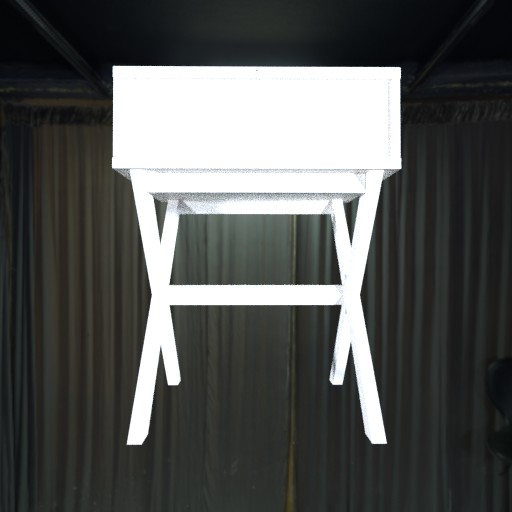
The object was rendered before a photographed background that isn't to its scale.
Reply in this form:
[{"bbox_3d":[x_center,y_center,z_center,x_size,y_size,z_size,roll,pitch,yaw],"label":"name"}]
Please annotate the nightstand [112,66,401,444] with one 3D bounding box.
[{"bbox_3d":[0.000,0.000,0.932,0.479,0.623,0.402,0,-1,-1],"label":"nightstand"}]
